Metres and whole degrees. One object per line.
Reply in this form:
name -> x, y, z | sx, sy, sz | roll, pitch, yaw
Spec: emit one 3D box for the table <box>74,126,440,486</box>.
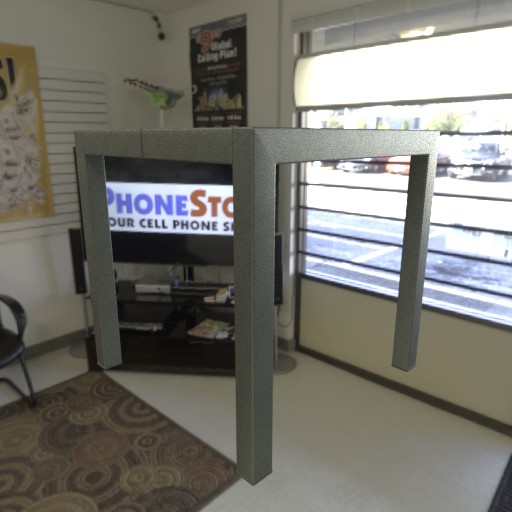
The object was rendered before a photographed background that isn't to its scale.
table -> 0.000, 0.000, 0.930 | 0.508, 0.508, 0.508 | -14, 21, -42
